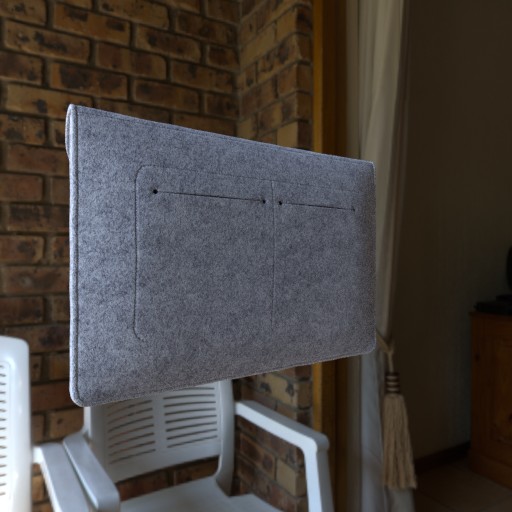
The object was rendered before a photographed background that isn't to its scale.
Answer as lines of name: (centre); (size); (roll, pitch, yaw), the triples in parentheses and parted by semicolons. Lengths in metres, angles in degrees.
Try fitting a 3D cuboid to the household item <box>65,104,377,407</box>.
household item: (0.000, 0.000, 0.420); (0.335, 0.221, 0.057); (0, 0, -36)
